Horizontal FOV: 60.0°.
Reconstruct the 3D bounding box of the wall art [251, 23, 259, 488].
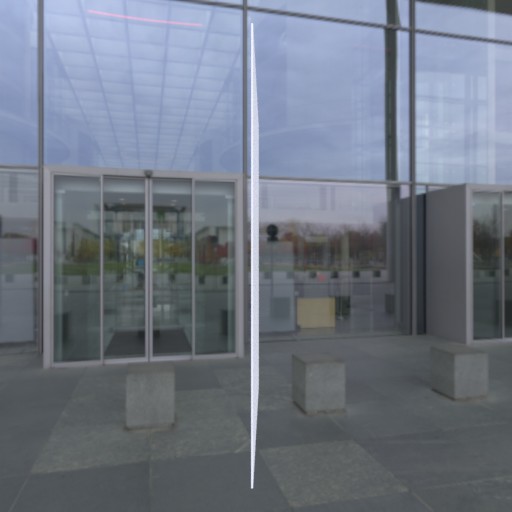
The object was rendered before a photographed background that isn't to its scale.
[{"bbox_3d":[0.000,0.000,0.809,0.003,0.610,0.457,0,0,1],"label":"wall art"}]
